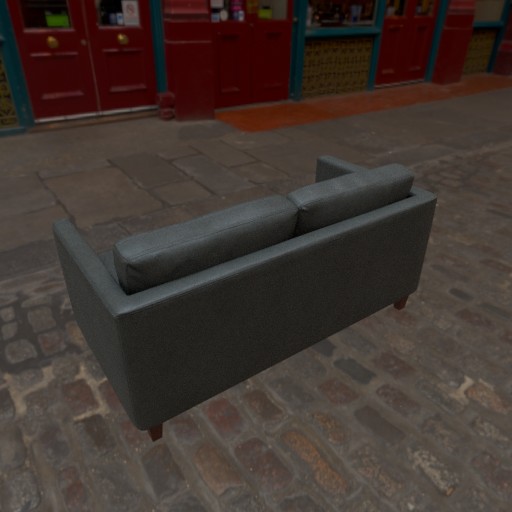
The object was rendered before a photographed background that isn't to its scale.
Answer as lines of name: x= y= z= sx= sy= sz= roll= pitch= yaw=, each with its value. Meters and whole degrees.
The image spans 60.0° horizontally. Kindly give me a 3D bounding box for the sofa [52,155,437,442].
sofa: x=0.000 y=0.000 z=2.484 sx=1.883 sy=0.933 sz=0.951 roll=-20 pitch=36 yaw=-30
